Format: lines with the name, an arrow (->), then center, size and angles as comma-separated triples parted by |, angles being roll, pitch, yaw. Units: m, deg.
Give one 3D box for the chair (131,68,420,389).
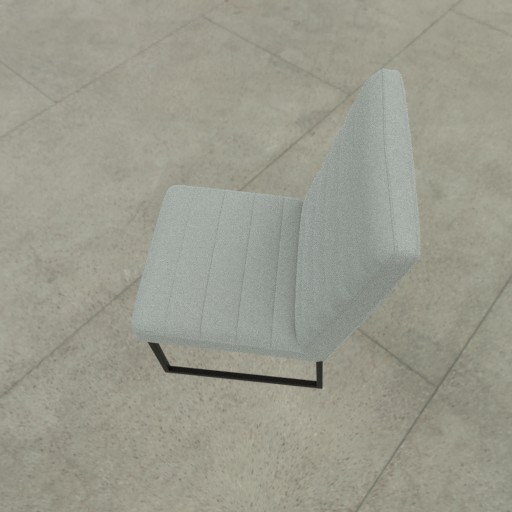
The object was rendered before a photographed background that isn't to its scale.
chair -> 0.000, 0.000, 1.276 | 0.634, 0.930, 0.520 | 5, 59, 3
